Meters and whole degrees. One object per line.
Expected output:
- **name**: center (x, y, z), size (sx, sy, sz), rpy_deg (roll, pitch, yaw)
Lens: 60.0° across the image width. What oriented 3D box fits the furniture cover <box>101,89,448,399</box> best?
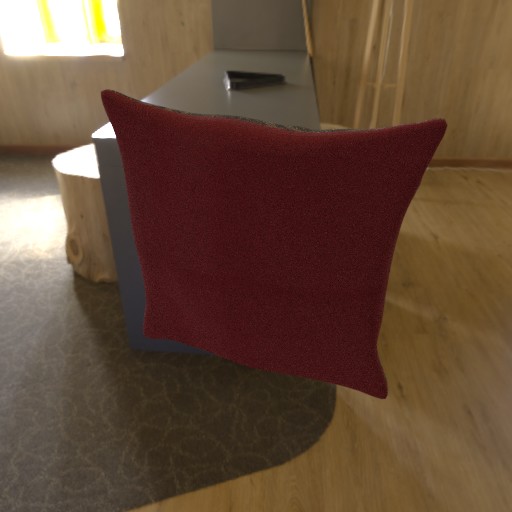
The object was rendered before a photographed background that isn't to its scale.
- **furniture cover**: center (0.000, 0.000, 0.760), size (0.514, 0.513, 0.163), rpy_deg (11, 33, 17)
